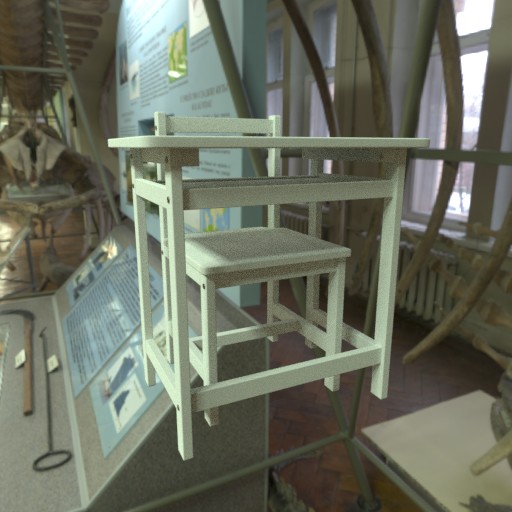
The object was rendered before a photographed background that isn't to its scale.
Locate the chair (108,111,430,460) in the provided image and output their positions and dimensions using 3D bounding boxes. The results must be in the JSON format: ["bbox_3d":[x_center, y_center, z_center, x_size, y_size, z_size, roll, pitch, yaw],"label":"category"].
[{"bbox_3d":[0.000,0.000,1.058,0.599,0.673,0.461,-7,15,-25],"label":"chair"}]
